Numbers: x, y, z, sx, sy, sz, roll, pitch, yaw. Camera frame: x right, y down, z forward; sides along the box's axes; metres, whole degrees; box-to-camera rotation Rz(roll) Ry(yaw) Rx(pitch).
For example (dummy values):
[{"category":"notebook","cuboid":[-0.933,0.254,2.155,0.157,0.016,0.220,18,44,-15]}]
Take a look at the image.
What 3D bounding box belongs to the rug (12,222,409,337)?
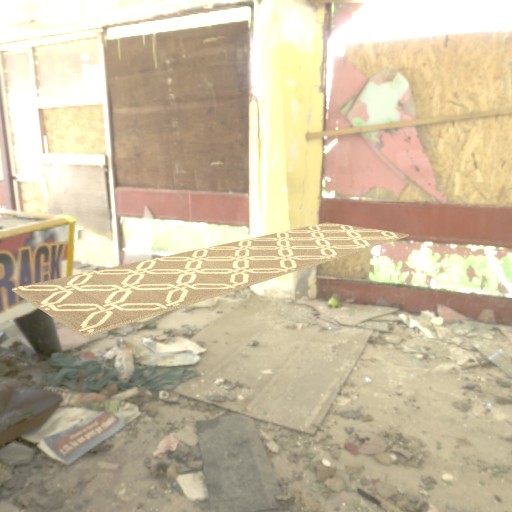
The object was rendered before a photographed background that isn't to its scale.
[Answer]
[{"category":"rug","cuboid":[0.000,0.000,2.438,0.678,0.014,2.276,13,19,43]}]
